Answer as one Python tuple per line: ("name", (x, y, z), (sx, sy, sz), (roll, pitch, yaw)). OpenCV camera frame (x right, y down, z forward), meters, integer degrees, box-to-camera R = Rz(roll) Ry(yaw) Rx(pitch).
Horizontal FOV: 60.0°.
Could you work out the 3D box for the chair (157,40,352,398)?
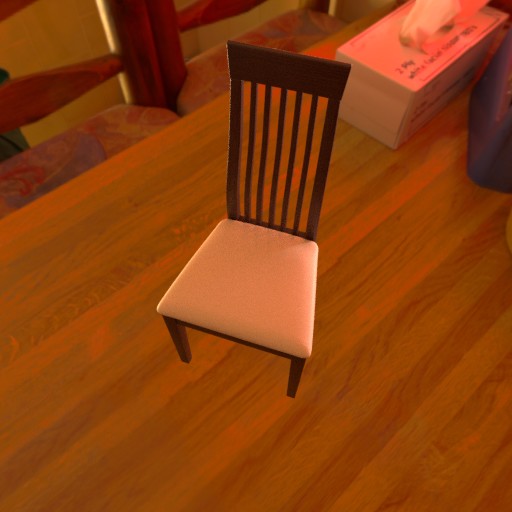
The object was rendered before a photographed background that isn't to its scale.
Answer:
("chair", (0.000, 0.000, 1.313), (0.460, 1.027, 0.474), (16, 59, 10))
